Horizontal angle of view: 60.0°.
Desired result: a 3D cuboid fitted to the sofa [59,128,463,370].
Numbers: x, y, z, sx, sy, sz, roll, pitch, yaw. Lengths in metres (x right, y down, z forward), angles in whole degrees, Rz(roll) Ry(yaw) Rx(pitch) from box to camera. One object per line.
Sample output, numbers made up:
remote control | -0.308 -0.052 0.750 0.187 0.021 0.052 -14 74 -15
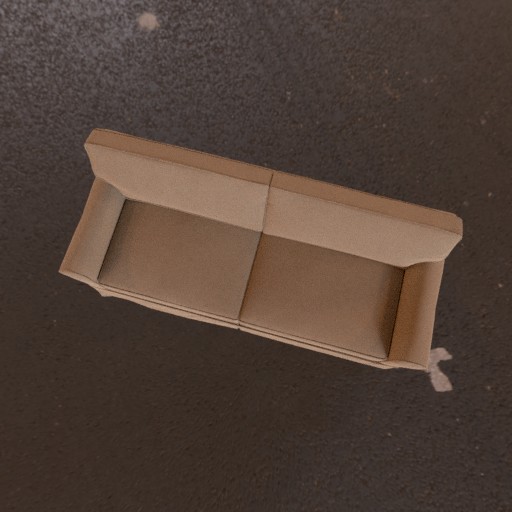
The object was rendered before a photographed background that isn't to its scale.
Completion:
sofa | 0.000 0.000 2.752 2.246 1.014 0.900 14 76 4
